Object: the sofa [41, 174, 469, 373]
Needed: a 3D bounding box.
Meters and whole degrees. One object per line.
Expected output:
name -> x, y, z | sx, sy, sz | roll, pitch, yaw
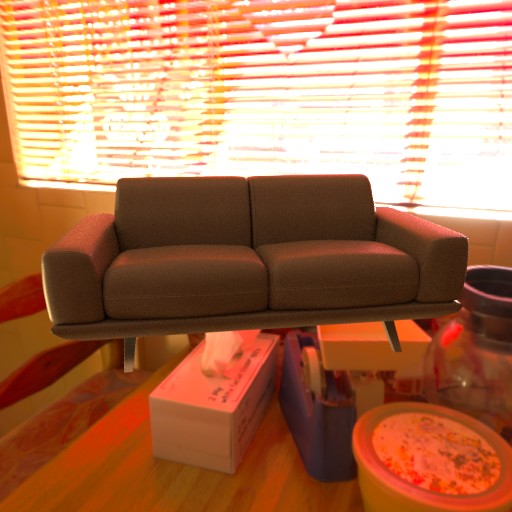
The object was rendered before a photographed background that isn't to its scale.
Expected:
sofa -> 0.000, 0.000, 2.351 | 1.901, 0.772, 0.900 | -2, 16, -8
